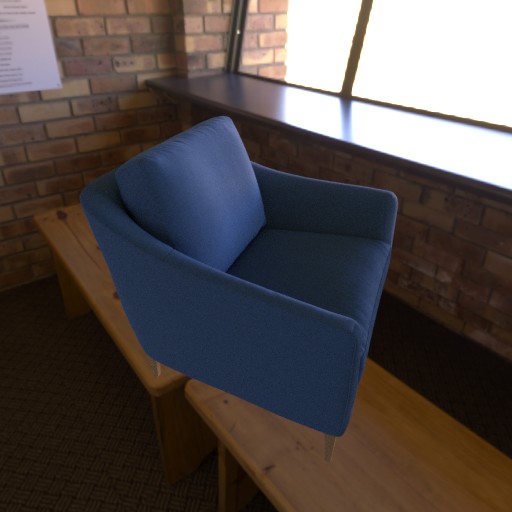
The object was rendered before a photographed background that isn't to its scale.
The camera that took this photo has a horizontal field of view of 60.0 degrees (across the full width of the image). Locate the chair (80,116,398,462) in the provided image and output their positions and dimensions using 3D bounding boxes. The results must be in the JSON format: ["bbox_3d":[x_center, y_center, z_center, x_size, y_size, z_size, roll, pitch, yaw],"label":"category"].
[{"bbox_3d":[0.000,0.000,1.707,0.961,0.899,0.987,11,32,18],"label":"chair"}]
